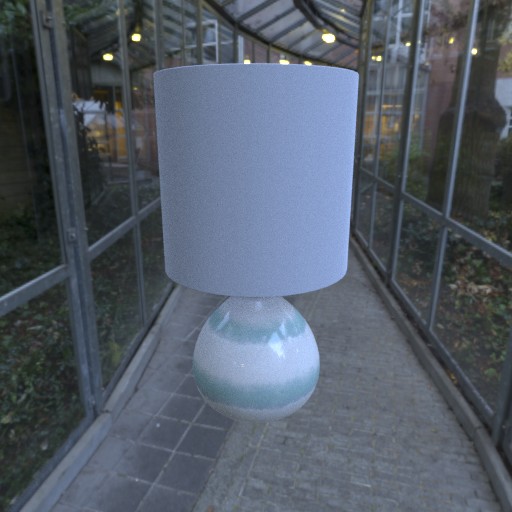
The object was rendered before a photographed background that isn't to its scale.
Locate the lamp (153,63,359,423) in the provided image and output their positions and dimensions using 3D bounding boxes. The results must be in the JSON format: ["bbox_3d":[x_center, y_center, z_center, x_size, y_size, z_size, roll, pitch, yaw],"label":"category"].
[{"bbox_3d":[0.000,0.000,0.535,0.217,0.404,0.217,9,19,28],"label":"lamp"}]
